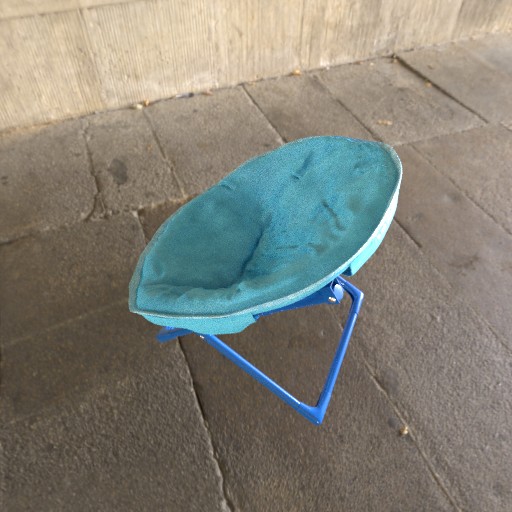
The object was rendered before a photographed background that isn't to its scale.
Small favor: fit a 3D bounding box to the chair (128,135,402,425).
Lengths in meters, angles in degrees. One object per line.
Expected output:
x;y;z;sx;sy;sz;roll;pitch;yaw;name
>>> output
0.000;0.000;0.890;0.465;0.478;0.520;17;49;16;chair
